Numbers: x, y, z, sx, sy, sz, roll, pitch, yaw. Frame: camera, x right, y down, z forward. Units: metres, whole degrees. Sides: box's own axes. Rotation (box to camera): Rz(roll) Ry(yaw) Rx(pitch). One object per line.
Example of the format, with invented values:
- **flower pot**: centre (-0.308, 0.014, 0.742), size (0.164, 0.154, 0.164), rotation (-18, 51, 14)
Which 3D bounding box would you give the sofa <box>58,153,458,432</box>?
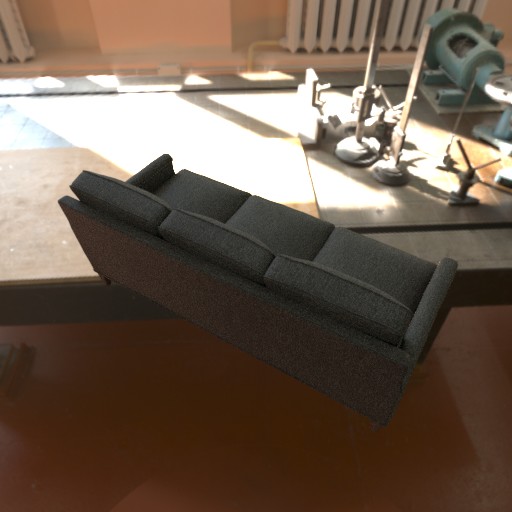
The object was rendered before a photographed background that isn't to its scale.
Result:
- **sofa**: centre (0.000, 0.000, 2.825), size (2.246, 1.003, 1.084), rotation (24, 50, 22)
